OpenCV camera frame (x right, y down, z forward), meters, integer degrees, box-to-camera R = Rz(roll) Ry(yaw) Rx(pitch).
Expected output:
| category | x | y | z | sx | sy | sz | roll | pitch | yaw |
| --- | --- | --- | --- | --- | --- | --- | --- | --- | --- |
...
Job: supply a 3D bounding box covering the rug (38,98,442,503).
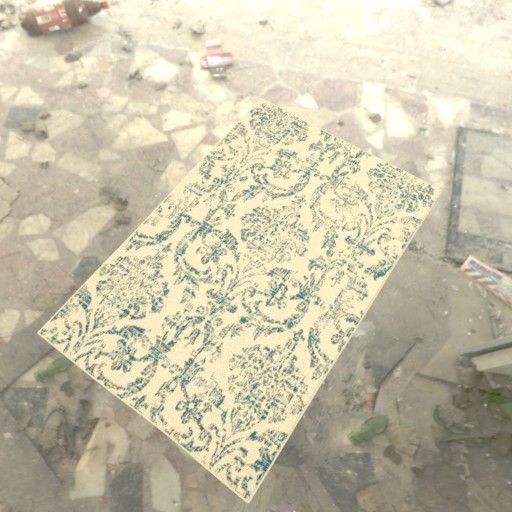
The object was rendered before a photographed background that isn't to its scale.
| category | x | y | z | sx | sy | sz | roll | pitch | yaw |
| --- | --- | --- | --- | --- | --- | --- | --- | --- | --- |
| rug | 0.000 | 0.000 | 2.246 | 1.213 | 0.012 | 1.831 | 32 | 68 | 15 |
